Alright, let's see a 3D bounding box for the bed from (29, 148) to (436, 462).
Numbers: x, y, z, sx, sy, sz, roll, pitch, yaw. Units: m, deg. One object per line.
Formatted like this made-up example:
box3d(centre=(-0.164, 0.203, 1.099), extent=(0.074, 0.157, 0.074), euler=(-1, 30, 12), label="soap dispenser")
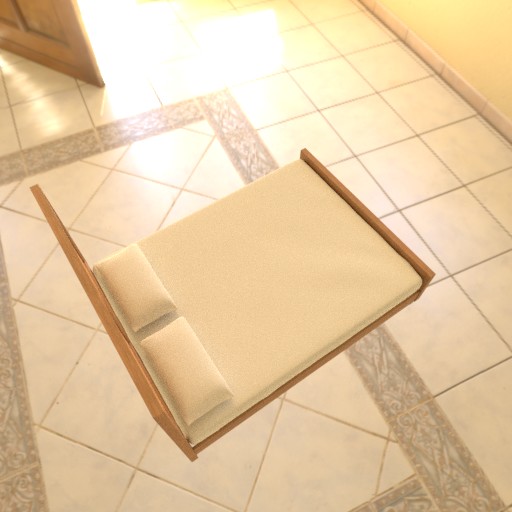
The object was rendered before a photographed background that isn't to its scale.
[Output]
box3d(centre=(0.000, 0.000, 3.211), extent=(2.184, 1.387, 1.606), euler=(-30, 63, -17), label="bed")
